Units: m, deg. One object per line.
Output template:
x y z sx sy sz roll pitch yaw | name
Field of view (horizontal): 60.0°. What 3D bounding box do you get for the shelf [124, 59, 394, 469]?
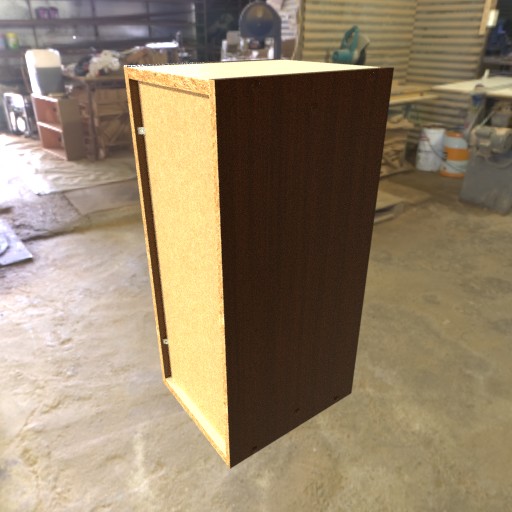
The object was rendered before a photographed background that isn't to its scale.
0.000 0.000 0.762 0.290 0.600 0.253 -18 32 -32 | shelf
